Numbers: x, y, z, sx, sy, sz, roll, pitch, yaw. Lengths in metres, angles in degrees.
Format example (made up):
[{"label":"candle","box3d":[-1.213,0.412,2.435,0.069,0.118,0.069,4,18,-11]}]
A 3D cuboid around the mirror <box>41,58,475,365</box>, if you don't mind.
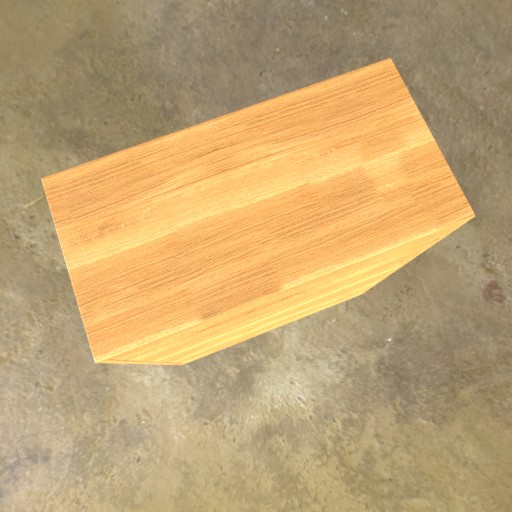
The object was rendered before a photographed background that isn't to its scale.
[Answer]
[{"label":"mirror","box3d":[0.000,0.000,1.391,0.800,1.000,0.400,-21,77,-5]}]
